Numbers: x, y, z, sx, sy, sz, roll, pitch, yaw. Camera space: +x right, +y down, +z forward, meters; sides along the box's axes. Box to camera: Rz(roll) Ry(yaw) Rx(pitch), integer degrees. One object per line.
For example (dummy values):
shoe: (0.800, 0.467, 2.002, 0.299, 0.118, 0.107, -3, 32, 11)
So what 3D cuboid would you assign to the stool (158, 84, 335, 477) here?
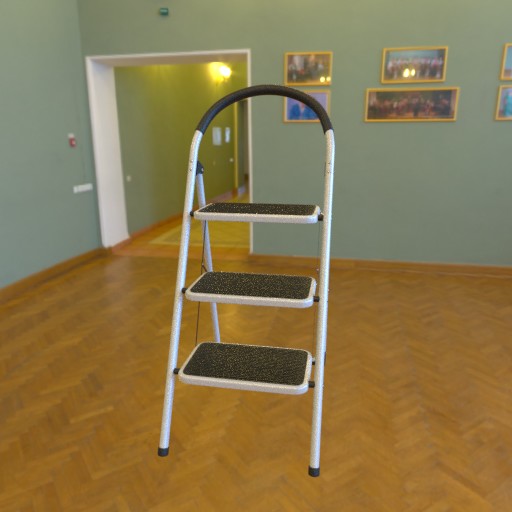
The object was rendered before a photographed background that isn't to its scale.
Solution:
stool: (0.000, 0.000, 1.462, 0.485, 1.109, 0.676, 3, 15, 10)
